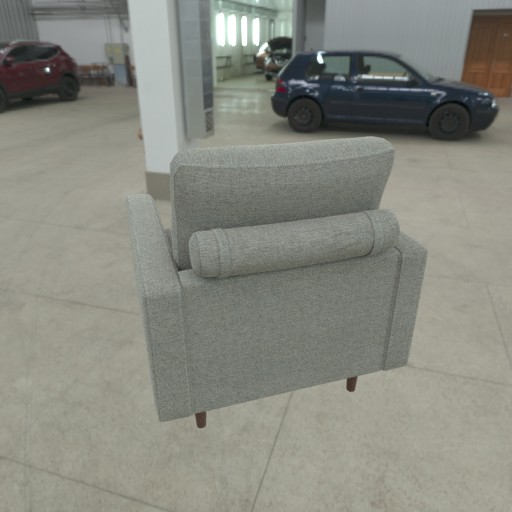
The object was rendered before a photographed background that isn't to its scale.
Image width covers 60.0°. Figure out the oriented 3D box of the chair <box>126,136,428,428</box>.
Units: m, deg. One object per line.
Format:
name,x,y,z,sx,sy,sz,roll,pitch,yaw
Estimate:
chair,0.000,0.000,1.549,0.821,0.880,0.843,-8,27,-16
